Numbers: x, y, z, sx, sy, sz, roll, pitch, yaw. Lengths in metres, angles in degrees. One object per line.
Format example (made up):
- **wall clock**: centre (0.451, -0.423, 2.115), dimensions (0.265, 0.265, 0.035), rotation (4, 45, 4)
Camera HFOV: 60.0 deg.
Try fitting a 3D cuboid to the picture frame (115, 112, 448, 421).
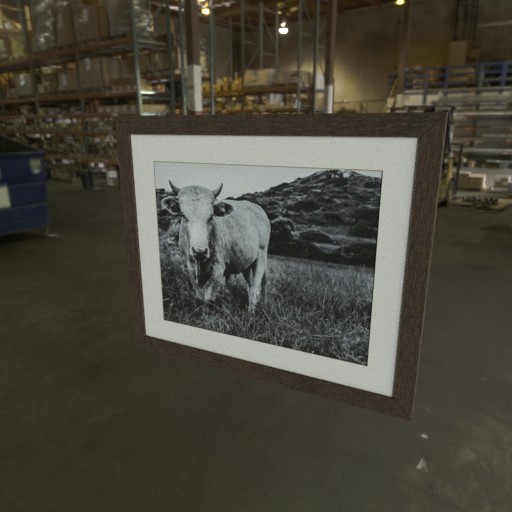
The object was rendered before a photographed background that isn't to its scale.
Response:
- **picture frame**: centre (0.000, 0.000, 0.747), dimensions (0.546, 0.455, 0.026), rotation (8, 18, 25)
